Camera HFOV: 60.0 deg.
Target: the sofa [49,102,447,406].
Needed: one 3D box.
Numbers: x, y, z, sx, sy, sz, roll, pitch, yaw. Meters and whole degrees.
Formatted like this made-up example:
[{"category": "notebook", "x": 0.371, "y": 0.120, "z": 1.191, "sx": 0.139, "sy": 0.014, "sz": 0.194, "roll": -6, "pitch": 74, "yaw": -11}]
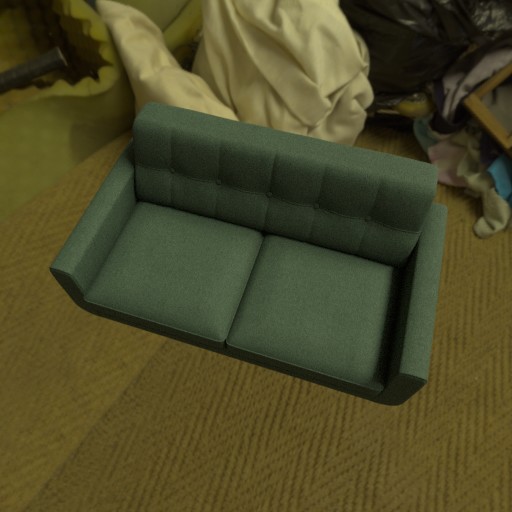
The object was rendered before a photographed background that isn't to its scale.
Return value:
[{"category": "sofa", "x": 0.000, "y": 0.000, "z": 2.126, "sx": 1.631, "sy": 0.841, "sz": 0.909, "roll": 15, "pitch": 60, "yaw": 9}]
